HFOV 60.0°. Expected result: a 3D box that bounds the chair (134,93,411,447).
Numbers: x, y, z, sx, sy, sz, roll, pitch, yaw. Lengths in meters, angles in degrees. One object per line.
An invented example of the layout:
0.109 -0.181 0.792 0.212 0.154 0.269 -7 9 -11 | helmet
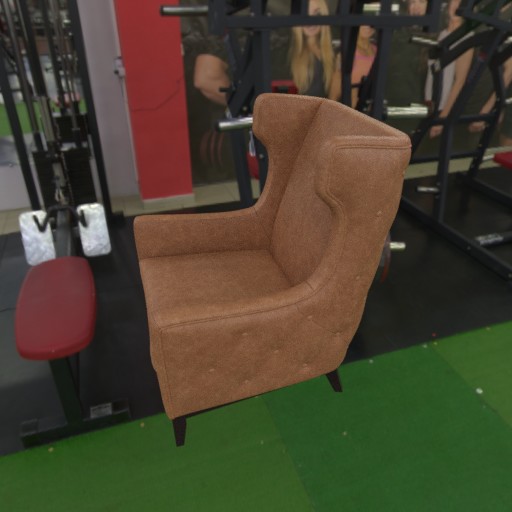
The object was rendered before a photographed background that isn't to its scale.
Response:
0.000 0.000 1.727 0.899 1.079 0.766 -9 32 -15 | chair
